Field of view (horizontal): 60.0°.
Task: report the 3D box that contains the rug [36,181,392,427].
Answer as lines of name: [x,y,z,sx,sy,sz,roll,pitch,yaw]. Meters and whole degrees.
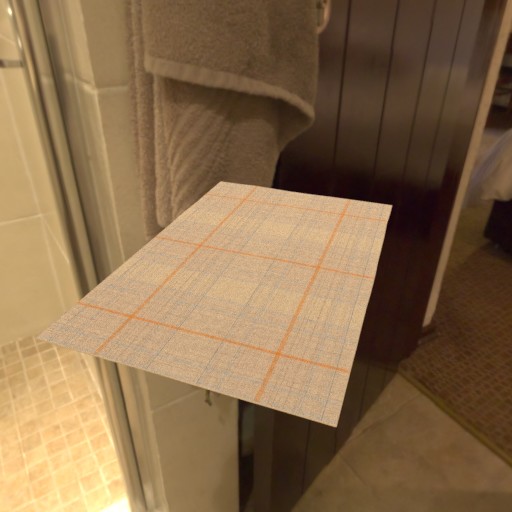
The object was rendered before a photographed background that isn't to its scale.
rug: [0.000,0.000,2.342,1.232,0.015,1.825,11,33,17]
